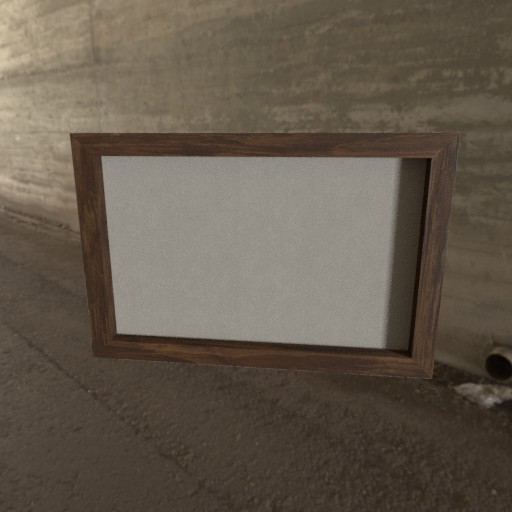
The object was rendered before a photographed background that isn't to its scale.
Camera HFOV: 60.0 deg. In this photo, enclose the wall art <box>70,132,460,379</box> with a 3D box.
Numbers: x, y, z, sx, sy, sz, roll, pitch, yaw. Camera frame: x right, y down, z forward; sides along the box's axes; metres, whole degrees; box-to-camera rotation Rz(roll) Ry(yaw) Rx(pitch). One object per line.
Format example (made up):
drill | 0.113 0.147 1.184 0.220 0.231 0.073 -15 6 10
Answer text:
wall art | 0.000 0.000 0.756 0.609 0.405 0.035 2 15 7
